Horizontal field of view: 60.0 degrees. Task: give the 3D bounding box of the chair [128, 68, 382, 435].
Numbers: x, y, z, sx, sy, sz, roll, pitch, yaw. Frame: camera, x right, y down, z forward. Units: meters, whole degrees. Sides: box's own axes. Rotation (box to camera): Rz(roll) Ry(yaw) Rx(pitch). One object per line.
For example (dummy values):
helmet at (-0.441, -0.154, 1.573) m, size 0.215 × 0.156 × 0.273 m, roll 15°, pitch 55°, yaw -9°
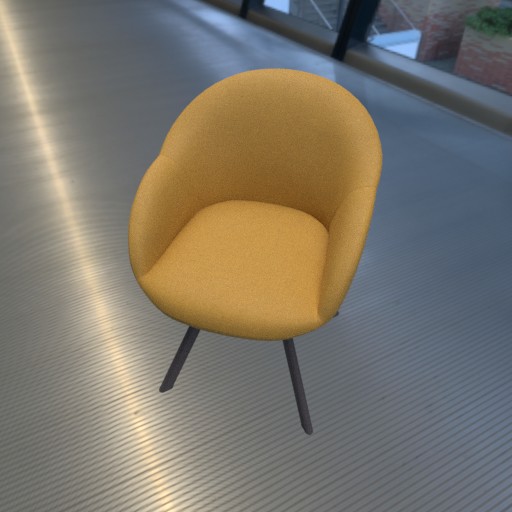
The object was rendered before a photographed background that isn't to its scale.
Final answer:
chair at (0.000, 0.000, 1.182) m, size 0.551 × 0.793 × 0.583 m, roll 11°, pitch 41°, yaw 13°
